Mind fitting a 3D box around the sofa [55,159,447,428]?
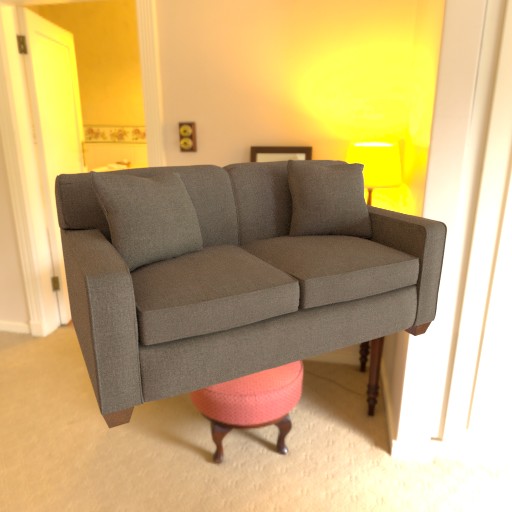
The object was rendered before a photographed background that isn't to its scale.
[{"bbox_3d":[0.000,0.000,2.384,1.846,0.958,1.000,-9,19,-27],"label":"sofa"}]
